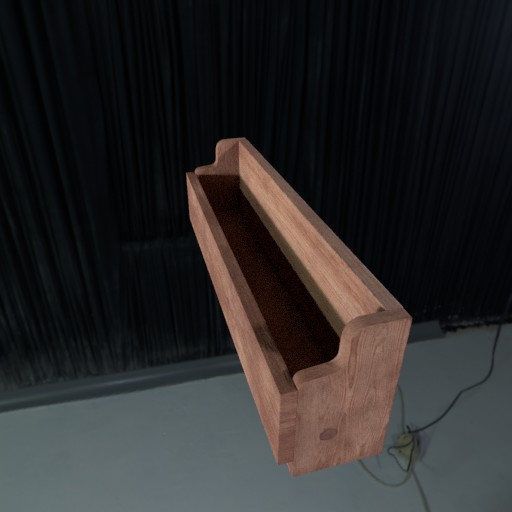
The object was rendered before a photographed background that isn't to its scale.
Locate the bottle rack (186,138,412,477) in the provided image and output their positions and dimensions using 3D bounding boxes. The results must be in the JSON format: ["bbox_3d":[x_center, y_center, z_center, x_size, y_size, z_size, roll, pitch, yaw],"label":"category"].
[{"bbox_3d":[0.000,0.000,0.692,0.126,0.196,0.608,-8,32,-14],"label":"bottle rack"}]
